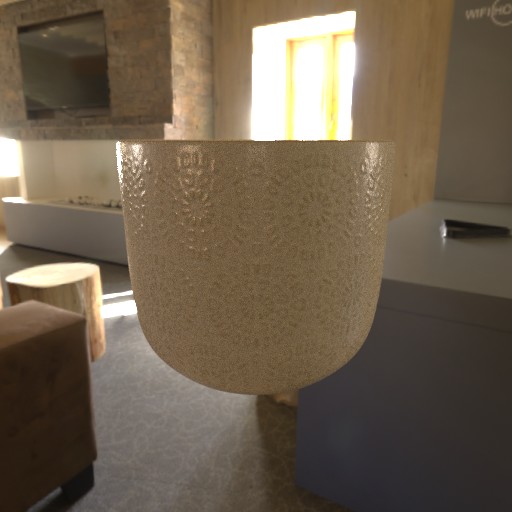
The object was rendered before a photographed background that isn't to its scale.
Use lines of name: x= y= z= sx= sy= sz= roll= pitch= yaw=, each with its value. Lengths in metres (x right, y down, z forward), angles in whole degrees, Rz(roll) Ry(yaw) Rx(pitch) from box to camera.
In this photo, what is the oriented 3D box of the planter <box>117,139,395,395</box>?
planter: x=0.000 y=0.000 z=0.301 sx=0.170 sy=0.152 sz=0.170 roll=0 pitch=14 yaw=0
